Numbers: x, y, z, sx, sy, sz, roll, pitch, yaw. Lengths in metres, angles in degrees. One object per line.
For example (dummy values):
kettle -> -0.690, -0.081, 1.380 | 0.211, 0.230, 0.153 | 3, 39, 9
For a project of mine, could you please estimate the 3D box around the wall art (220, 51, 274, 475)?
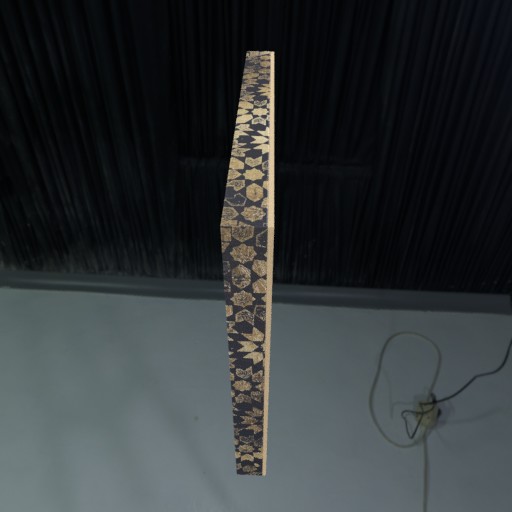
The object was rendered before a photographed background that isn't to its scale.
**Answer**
wall art -> 0.000, 0.000, 0.597 | 0.038, 0.405, 0.405 | 1, 41, 1
